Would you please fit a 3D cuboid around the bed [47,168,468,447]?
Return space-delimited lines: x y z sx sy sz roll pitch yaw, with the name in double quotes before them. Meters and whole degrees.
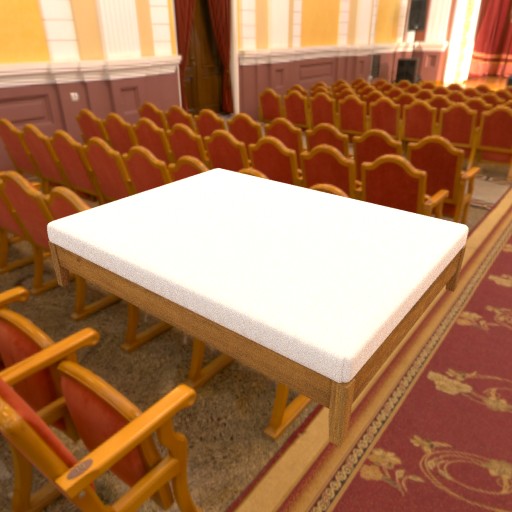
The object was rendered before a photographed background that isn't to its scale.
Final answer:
"bed" 0.000 0.000 2.711 2.016 0.431 1.536 20 33 33
